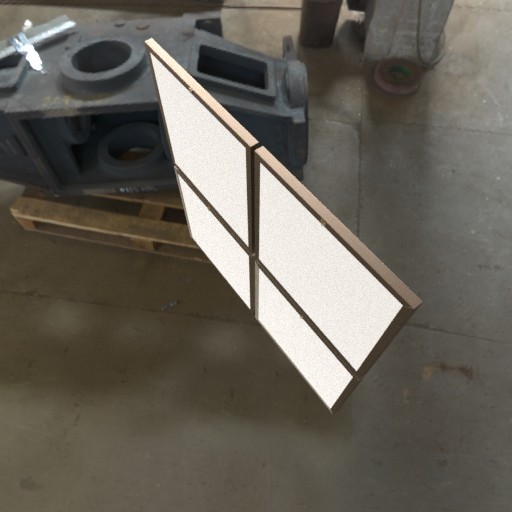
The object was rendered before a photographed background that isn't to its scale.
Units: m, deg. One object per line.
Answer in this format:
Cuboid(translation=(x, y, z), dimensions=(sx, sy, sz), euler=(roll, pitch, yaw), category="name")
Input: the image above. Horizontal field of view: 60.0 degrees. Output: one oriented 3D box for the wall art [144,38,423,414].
Cuboid(translation=(0.000, 0.000, 1.501), dimensions=(0.030, 1.032, 1.032), euler=(-33, 65, -18), category="wall art")
